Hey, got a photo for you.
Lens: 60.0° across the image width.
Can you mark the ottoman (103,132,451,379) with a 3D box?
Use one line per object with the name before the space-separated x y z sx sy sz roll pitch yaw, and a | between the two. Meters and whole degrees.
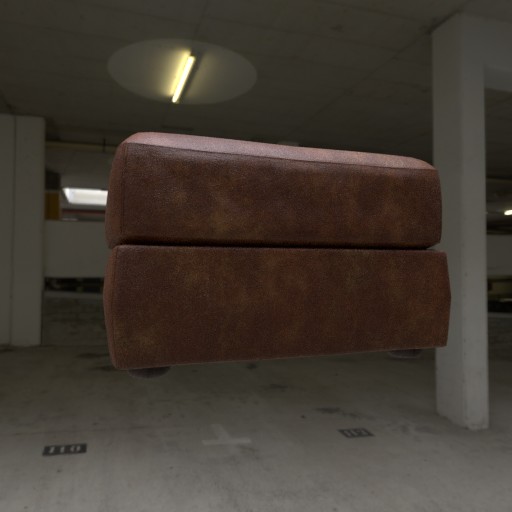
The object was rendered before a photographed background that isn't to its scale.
ottoman | 0.000 0.000 1.152 0.751 0.476 0.603 1 -2 -19
